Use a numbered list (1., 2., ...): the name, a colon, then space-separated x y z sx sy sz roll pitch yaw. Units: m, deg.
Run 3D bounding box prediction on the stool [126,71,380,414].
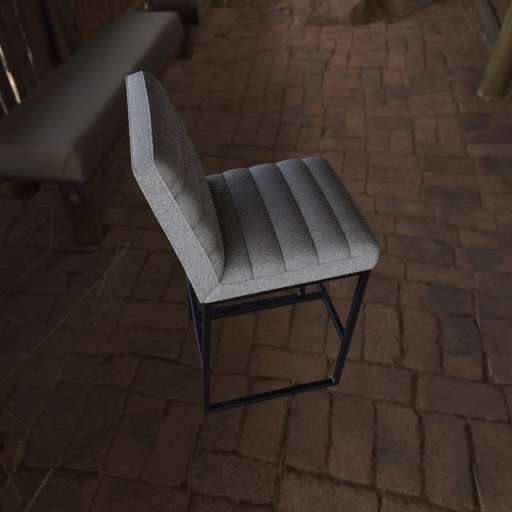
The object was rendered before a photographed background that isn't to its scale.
1. stool: 0.000 0.000 1.369 0.571 1.034 0.459 -9 46 -9
